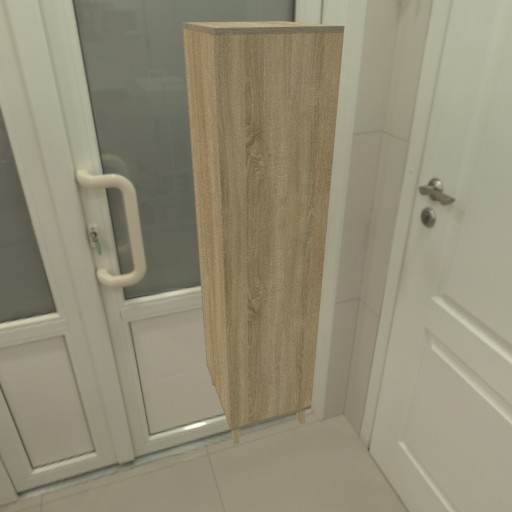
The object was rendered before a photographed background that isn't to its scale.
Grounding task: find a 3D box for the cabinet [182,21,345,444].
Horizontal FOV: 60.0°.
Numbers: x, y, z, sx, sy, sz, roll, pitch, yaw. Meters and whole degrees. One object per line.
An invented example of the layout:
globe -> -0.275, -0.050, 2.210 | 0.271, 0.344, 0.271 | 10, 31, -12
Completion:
cabinet -> 0.000, 0.000, 2.113 | 0.450, 1.960, 0.510 | -10, 31, -17
